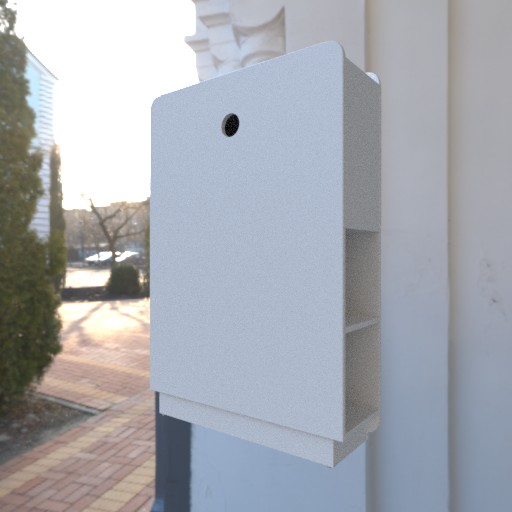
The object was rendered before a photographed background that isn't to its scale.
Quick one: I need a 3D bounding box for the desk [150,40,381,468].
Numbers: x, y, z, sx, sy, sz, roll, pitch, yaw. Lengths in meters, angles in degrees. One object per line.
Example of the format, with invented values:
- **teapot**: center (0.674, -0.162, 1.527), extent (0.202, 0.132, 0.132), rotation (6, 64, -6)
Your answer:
- **desk**: center (0.000, 0.000, 1.545), extent (0.795, 1.190, 0.278), rotation (0, 0, 37)
